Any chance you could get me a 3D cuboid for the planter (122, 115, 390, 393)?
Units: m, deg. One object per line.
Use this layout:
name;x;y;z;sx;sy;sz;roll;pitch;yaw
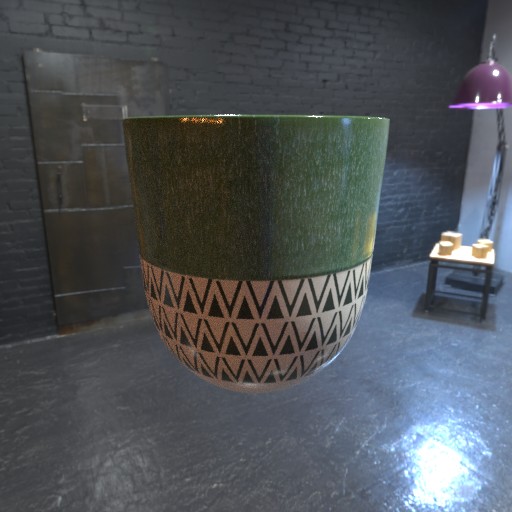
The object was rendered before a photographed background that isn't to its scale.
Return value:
planter;0.000;0.000;0.364;0.195;0.214;0.195;0;16;0
